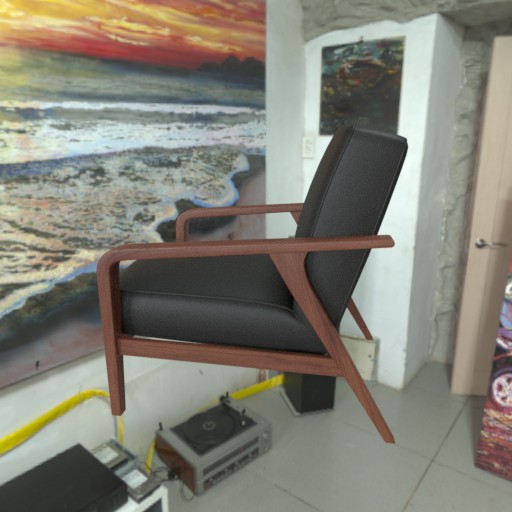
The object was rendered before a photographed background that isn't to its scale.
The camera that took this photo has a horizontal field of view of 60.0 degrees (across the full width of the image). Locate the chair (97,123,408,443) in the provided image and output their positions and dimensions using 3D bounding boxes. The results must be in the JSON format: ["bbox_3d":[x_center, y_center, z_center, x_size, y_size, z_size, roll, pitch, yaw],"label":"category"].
[{"bbox_3d":[0.000,0.000,1.508,0.889,0.861,0.719,2,15,9],"label":"chair"}]
